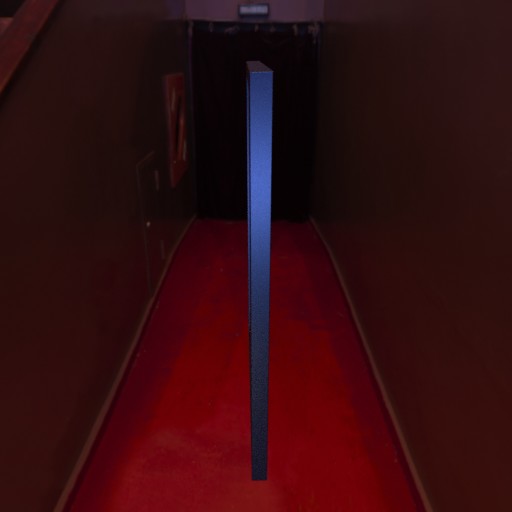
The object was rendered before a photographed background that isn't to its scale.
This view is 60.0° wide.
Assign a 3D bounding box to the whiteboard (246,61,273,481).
[{"bbox_3d":[0.000,0.000,0.769,0.026,0.611,0.406,-1,25,-1],"label":"whiteboard"}]
